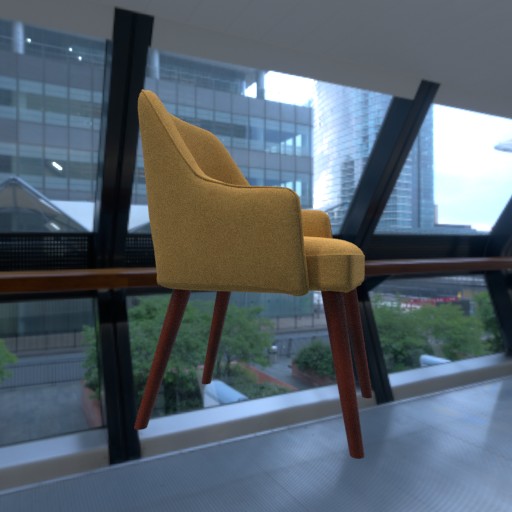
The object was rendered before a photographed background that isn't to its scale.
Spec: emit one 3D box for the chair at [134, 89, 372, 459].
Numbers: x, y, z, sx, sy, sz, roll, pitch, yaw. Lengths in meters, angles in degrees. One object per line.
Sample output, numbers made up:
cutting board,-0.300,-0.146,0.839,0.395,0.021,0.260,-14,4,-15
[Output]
chair,0.000,0.000,1.222,0.605,0.849,0.548,0,0,17
